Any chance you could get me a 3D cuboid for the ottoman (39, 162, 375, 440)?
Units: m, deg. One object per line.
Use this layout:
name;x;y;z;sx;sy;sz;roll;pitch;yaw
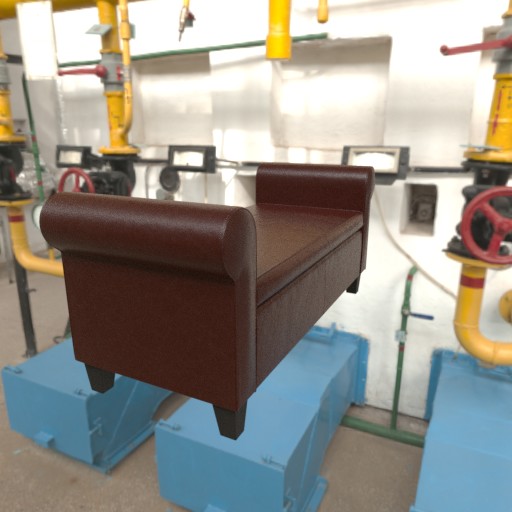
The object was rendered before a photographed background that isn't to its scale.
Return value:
ottoman;0.000;0.000;1.522;0.521;0.547;1.256;8;18;26
